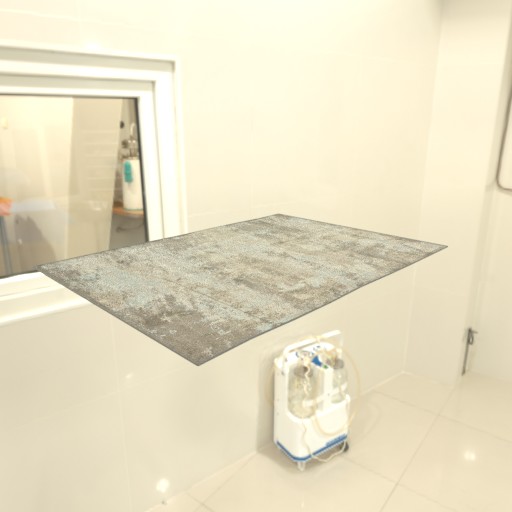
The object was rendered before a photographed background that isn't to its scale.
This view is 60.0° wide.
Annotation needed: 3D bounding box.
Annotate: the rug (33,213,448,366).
[{"bbox_3d":[0.000,0.000,4.313,2.393,0.013,3.307,16,23,42],"label":"rug"}]
